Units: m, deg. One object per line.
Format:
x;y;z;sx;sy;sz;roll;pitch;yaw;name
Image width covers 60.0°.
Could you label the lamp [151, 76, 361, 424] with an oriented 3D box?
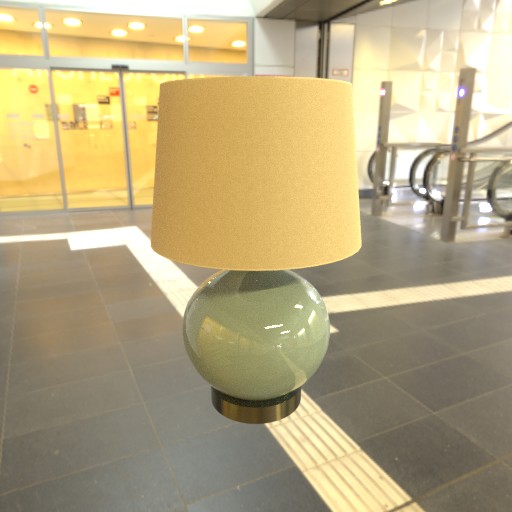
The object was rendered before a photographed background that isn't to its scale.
0.000;0.000;0.537;0.247;0.387;0.247;0;16;0;lamp
